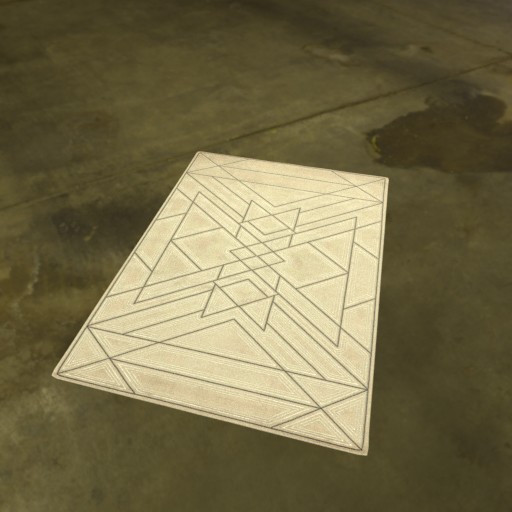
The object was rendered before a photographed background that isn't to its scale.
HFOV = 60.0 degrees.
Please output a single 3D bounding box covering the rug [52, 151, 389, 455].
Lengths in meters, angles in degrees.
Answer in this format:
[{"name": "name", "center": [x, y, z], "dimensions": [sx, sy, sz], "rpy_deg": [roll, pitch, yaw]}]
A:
[{"name": "rug", "center": [0.000, 0.000, 4.385], "dimensions": [2.436, 0.026, 3.381], "rpy_deg": [10, 45, 10]}]
